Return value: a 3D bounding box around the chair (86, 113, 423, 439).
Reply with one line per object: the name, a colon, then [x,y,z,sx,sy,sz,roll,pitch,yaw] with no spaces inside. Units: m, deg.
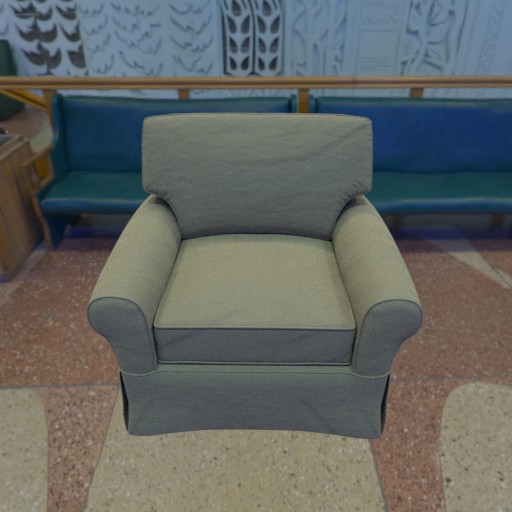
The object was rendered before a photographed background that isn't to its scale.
chair: [0.000,0.000,1.834,1.135,1.017,0.988,0,31,1]
